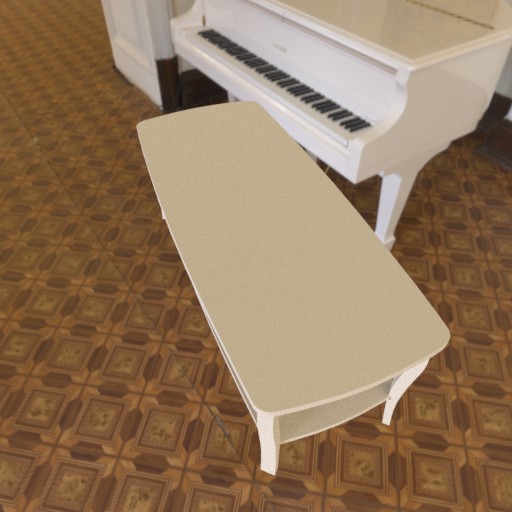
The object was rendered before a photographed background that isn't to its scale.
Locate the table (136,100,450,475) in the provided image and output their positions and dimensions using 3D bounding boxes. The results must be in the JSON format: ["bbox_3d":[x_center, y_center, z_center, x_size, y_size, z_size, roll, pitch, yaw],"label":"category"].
[{"bbox_3d":[0.000,0.000,1.571,0.561,0.474,1.334,-16,48,-15],"label":"table"}]
